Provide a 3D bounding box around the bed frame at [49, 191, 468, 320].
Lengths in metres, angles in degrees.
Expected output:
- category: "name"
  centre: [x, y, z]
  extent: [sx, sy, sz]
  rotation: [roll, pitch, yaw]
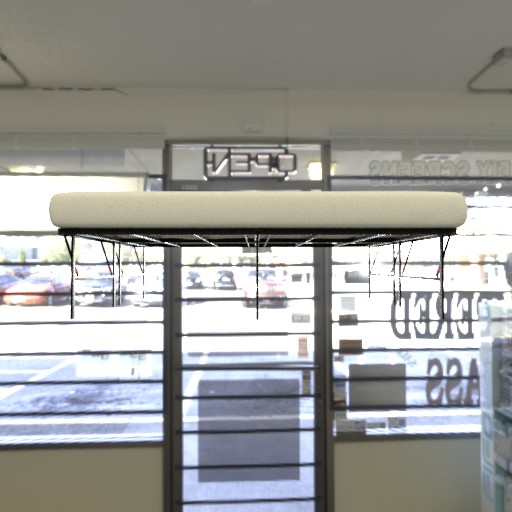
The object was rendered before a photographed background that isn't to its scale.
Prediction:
- category: "bed frame"
  centre: [0.000, 0.000, 2.967]
  extent: [2.151, 0.667, 1.584]
  rotation: [0, -1, 0]
